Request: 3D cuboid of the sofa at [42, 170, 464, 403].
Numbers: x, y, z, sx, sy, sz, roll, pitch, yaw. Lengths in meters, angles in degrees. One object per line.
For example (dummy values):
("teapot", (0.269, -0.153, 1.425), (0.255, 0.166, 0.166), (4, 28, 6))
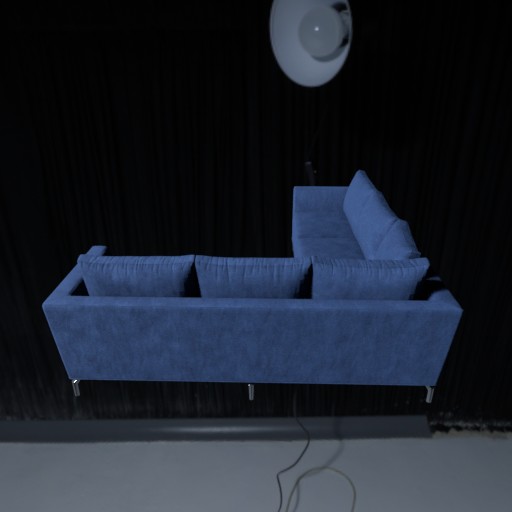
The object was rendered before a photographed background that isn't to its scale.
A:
("sofa", (0.000, 0.000, 3.791), (2.463, 0.988, 2.472), (1, 25, 1))
